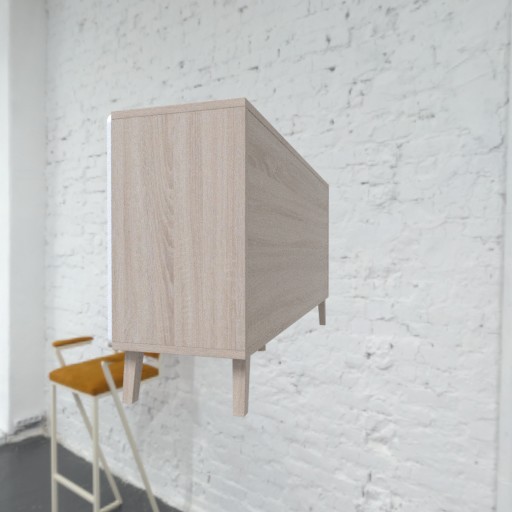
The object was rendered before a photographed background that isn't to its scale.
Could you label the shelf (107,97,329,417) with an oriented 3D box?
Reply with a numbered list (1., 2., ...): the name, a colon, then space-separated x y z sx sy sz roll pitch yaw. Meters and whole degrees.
1. shelf: 0.000 0.000 1.835 0.400 0.780 1.490 0 1 17
